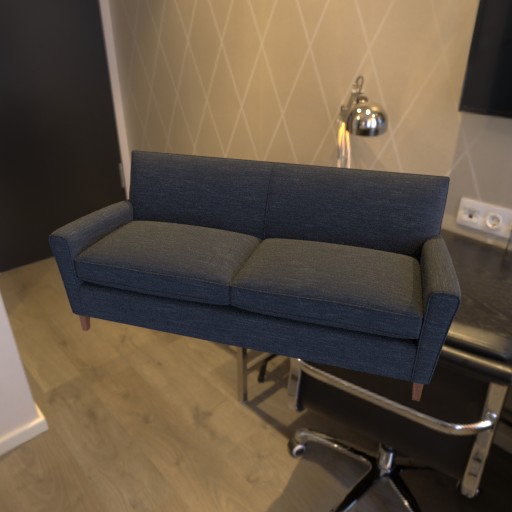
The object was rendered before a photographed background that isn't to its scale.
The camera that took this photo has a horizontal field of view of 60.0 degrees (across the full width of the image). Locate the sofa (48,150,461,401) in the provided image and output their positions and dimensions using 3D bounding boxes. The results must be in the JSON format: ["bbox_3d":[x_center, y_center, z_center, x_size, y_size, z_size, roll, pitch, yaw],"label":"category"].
[{"bbox_3d":[0.000,0.000,2.450,1.976,0.846,0.875,8,29,15],"label":"sofa"}]
